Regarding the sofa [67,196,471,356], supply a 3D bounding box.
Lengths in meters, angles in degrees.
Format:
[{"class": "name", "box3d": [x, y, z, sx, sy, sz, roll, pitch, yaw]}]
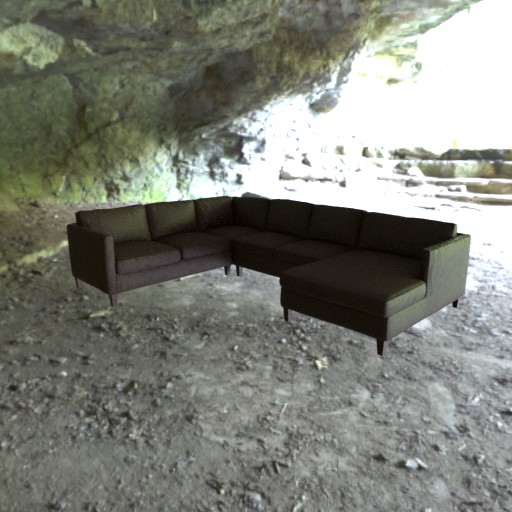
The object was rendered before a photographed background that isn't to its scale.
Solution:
[{"class": "sofa", "box3d": [0.000, 0.000, 4.675, 3.460, 0.923, 2.593, 14, 20, 43]}]
